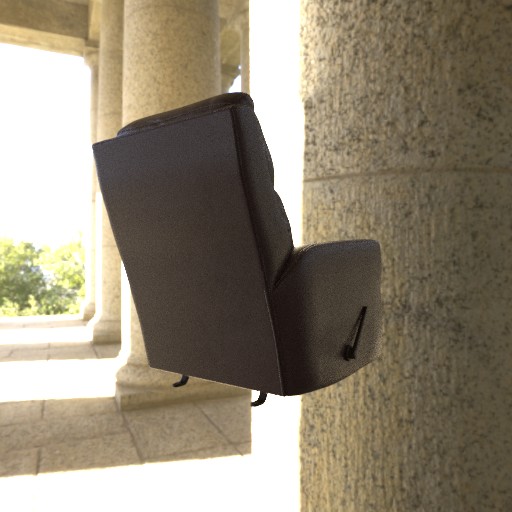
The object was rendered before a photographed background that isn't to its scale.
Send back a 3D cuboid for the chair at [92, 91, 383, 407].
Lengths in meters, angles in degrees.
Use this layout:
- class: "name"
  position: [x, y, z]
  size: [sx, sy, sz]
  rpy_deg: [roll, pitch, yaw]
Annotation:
- class: "chair"
  position: [0.000, 0.000, 1.835]
  size: [0.829, 1.030, 1.080]
  rpy_deg: [0, -1, 37]
